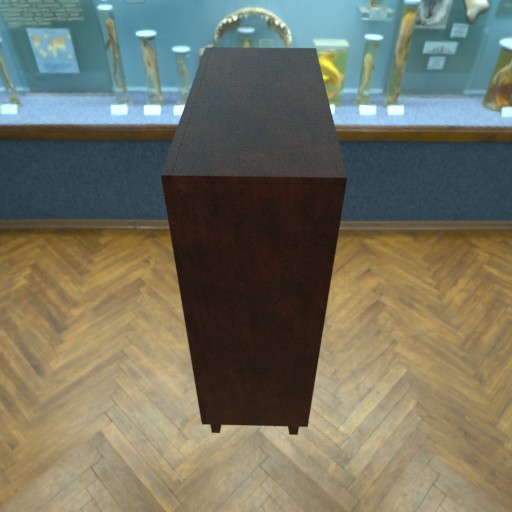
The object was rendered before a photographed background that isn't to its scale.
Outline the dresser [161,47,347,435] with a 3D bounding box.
[{"bbox_3d":[0.000,0.000,2.065,0.506,1.514,1.072,1,42,1],"label":"dresser"}]
